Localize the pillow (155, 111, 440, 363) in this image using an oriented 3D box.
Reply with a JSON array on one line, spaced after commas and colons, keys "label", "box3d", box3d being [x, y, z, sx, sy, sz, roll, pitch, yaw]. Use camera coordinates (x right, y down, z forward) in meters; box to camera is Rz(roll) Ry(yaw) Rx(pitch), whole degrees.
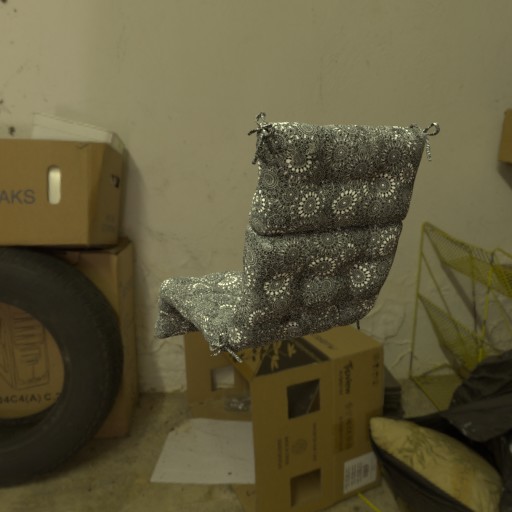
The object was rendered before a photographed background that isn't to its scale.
[{"label": "pillow", "box3d": [0.000, 0.000, 1.515, 0.526, 0.863, 1.016, -7, 15, -28]}]
